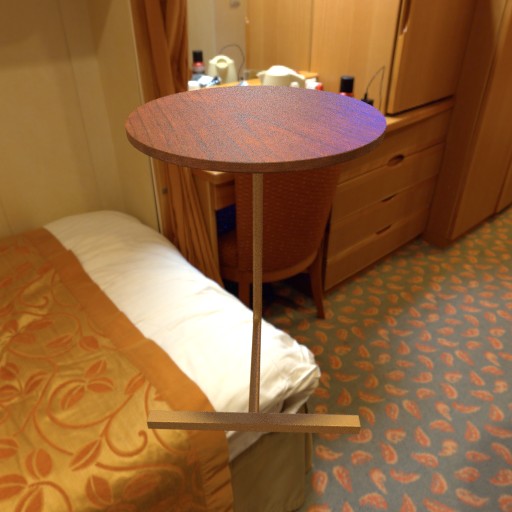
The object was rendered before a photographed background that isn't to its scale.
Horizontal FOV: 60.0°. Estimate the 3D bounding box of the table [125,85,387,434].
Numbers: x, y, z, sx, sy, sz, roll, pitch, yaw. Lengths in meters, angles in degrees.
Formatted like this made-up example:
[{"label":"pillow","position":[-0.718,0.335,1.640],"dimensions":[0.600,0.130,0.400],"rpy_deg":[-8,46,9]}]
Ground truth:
[{"label":"table","position":[0.000,0.000,1.120],"dimensions":[0.530,0.706,0.577],"rpy_deg":[1,32,1]}]
